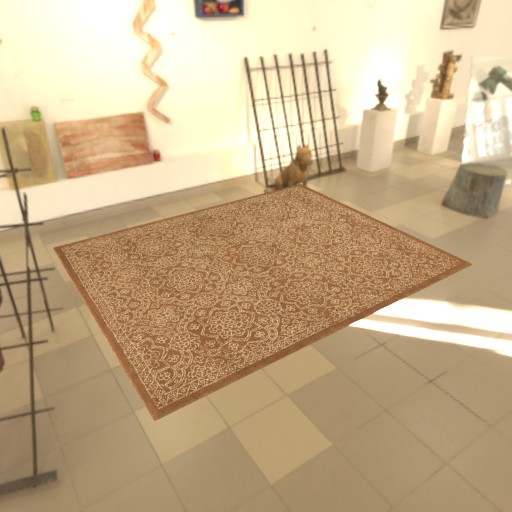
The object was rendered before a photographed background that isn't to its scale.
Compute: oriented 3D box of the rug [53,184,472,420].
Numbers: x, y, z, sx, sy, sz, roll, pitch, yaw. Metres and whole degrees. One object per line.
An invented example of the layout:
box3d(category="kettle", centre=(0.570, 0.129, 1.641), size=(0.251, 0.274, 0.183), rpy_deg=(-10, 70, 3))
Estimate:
box3d(category="rug", centre=(0.000, 0.000, 4.116), size=(3.050, 0.015, 2.441), rpy_deg=(-19, 35, -29))
